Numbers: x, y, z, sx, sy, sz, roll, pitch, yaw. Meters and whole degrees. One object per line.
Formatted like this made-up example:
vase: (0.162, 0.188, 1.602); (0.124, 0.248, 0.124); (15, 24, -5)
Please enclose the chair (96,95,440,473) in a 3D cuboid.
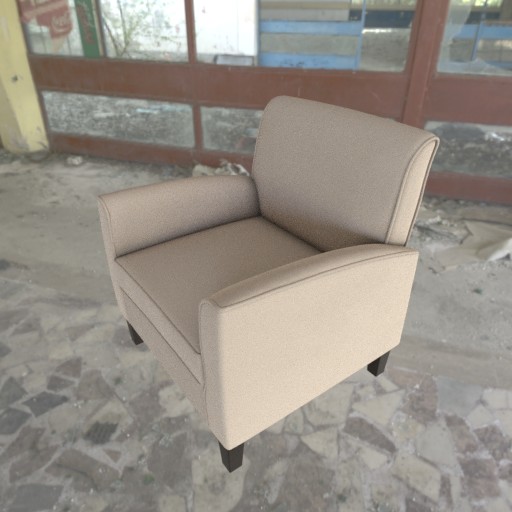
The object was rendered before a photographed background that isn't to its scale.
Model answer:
chair: (0.000, 0.000, 1.560); (0.820, 0.915, 0.820); (-21, 36, -31)
